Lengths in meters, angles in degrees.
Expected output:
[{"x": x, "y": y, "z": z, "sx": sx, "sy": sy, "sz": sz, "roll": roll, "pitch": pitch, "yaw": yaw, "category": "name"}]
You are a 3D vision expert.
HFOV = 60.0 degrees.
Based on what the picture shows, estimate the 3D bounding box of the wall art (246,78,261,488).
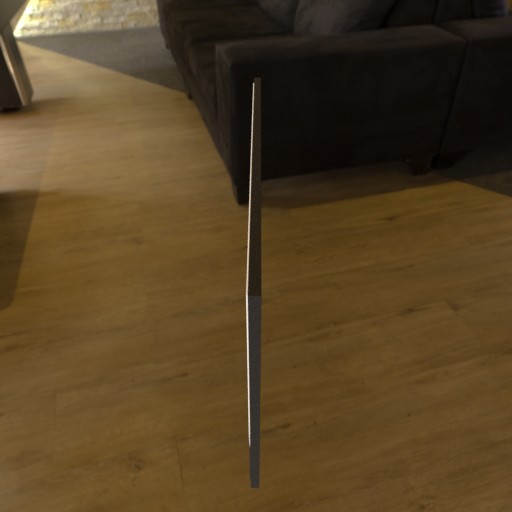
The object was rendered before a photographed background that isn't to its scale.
[{"x": 0.000, "y": 0.000, "z": 1.516, "sx": 0.028, "sy": 0.805, "sz": 1.190, "roll": 0, "pitch": 40, "yaw": 0, "category": "wall art"}]
